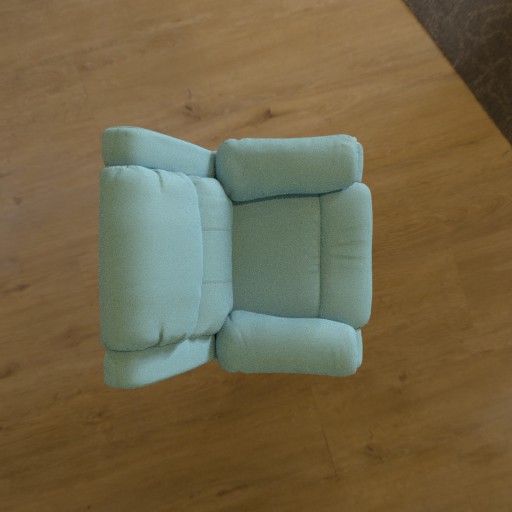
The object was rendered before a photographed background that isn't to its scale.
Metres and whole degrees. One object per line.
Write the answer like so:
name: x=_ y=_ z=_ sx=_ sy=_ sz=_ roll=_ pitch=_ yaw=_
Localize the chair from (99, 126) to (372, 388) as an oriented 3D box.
chair: x=0.000 y=0.000 z=1.270 sx=0.709 sy=0.702 sz=0.680 roll=0 pitch=91 yaw=0
